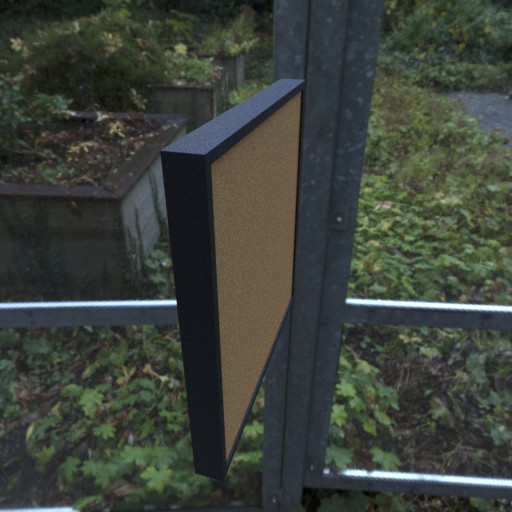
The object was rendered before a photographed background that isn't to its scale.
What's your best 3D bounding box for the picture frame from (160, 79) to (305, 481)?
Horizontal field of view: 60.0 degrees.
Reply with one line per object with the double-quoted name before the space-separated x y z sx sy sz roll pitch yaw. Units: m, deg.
"picture frame" 0.000 0.000 0.480 0.030 0.317 0.317 8 31 14
